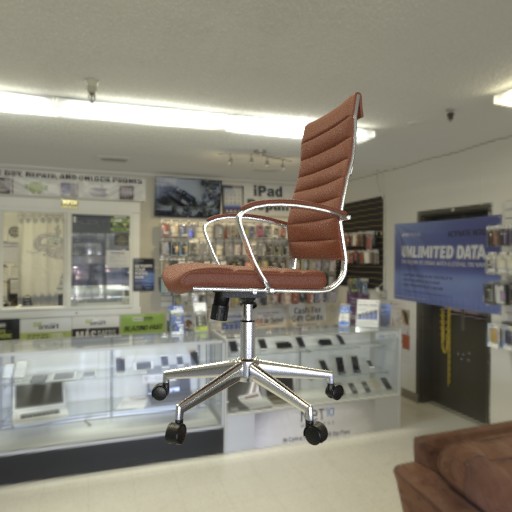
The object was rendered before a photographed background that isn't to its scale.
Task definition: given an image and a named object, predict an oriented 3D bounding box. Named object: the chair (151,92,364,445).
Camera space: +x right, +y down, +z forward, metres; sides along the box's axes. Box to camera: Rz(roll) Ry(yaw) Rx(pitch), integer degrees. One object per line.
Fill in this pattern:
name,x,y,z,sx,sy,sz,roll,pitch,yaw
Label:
chair,0.000,0.000,1.666,0.739,1.149,0.766,0,1,-18
